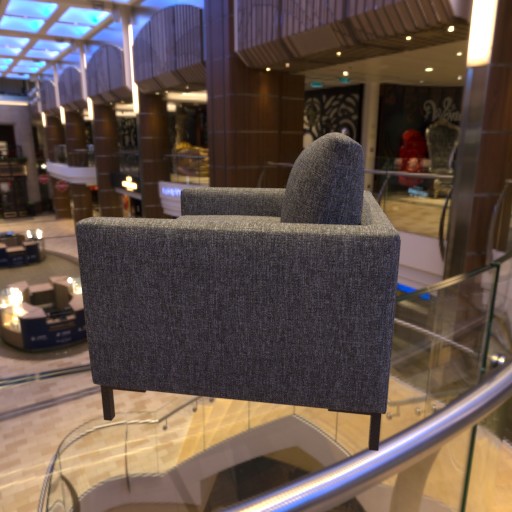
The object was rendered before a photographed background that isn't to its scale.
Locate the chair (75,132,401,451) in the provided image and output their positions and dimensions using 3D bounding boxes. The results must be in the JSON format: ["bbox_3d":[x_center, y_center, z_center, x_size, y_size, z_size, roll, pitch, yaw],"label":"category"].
[{"bbox_3d":[0.000,0.000,1.605,0.866,0.861,0.963,3,15,10],"label":"chair"}]
